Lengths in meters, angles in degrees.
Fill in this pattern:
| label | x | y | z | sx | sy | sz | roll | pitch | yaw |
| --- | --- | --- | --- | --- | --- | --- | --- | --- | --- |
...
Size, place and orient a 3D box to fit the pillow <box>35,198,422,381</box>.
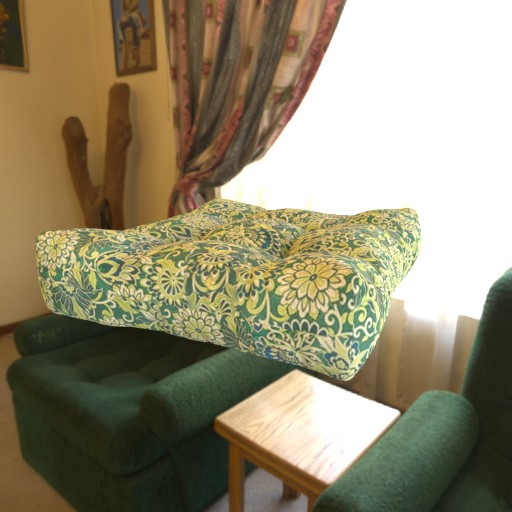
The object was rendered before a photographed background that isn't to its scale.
| label | x | y | z | sx | sy | sz | roll | pitch | yaw |
| --- | --- | --- | --- | --- | --- | --- | --- | --- | --- |
| pillow | 0.000 | 0.000 | 0.719 | 0.468 | 0.128 | 0.490 | 7 | 16 | 25 |
